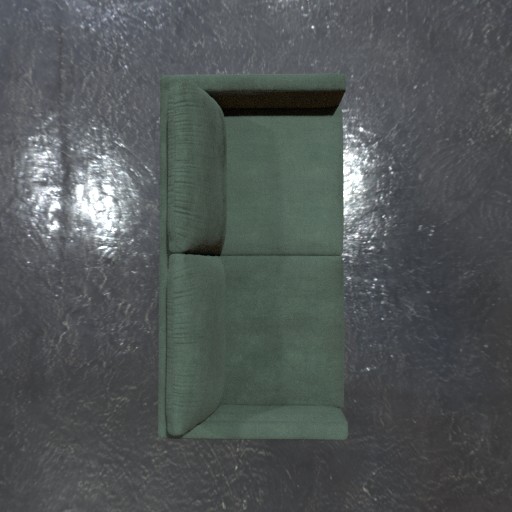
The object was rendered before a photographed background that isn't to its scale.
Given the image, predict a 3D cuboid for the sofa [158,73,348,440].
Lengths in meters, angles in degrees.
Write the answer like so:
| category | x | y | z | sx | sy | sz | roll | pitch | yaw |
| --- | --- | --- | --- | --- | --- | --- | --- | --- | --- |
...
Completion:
| category | x | y | z | sx | sy | sz | roll | pitch | yaw |
| --- | --- | --- | --- | --- | --- | --- | --- | --- | --- |
| sofa | 0.000 | 0.000 | 2.203 | 0.875 | 0.817 | 1.676 | 0 | 88 | 1 |
